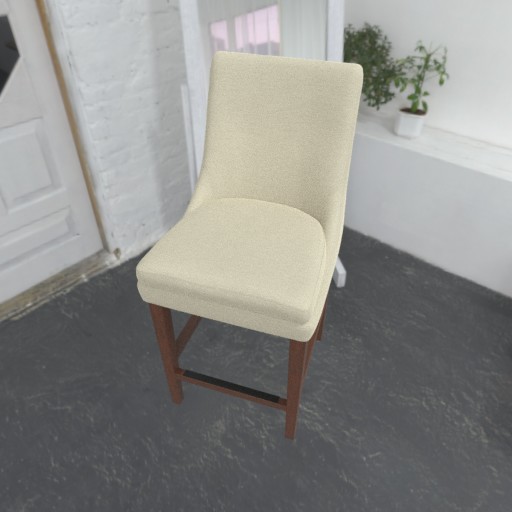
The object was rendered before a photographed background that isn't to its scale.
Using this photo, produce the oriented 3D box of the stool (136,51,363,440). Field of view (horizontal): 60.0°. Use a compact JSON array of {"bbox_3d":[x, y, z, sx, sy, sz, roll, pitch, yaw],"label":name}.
[{"bbox_3d":[0.000,0.000,1.307,0.470,0.981,0.577,12,41,14],"label":"stool"}]
